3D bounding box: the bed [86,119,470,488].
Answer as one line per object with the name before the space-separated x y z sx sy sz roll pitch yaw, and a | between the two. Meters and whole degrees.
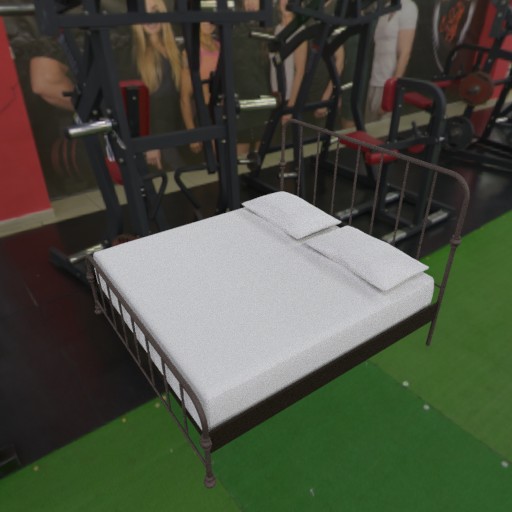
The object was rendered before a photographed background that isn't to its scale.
bed | 0.000 0.000 3.434 2.134 1.446 2.044 -20 37 -30
